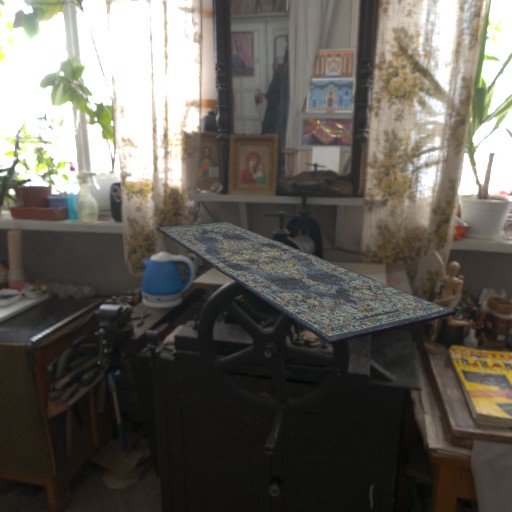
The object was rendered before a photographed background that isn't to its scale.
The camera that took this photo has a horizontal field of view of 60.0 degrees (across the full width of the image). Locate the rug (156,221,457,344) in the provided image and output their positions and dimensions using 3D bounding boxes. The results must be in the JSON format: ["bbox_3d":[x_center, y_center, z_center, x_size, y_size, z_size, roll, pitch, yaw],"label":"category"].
[{"bbox_3d":[0.000,0.000,2.575,0.602,0.016,2.283,-7,16,-26],"label":"rug"}]
